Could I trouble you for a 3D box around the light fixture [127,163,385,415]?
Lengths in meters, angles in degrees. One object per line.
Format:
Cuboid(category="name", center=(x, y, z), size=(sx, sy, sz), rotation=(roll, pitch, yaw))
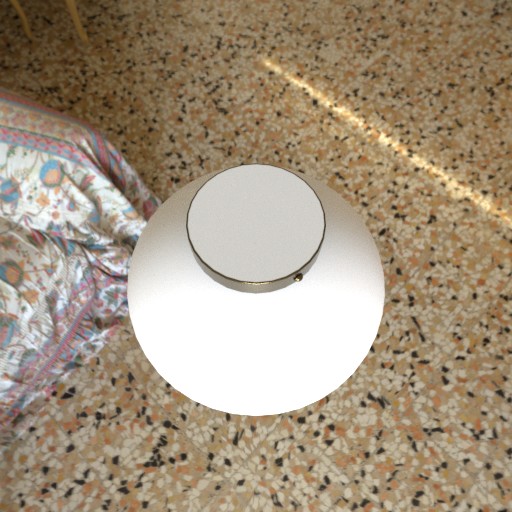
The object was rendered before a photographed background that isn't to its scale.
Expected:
Cuboid(category="light fixture", center=(0.000, 0.000, 0.549), size=(0.355, 0.177, 0.355), rotation=(0, 64, 0))
